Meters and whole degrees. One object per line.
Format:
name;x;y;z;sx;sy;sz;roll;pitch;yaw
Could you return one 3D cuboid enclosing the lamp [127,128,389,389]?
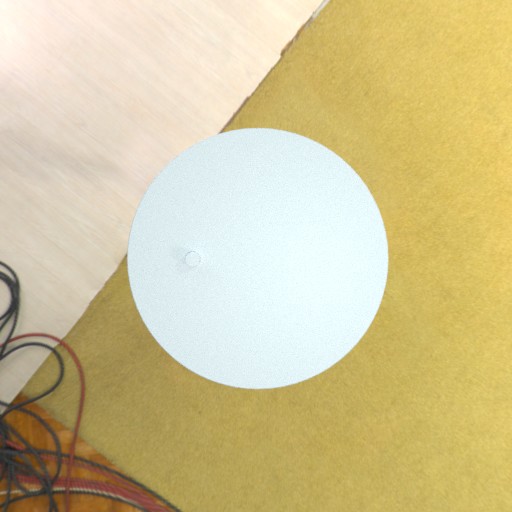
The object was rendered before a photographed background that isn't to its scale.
lamp;0.000;0.000;0.623;0.291;0.429;0.291;0;91;-1
